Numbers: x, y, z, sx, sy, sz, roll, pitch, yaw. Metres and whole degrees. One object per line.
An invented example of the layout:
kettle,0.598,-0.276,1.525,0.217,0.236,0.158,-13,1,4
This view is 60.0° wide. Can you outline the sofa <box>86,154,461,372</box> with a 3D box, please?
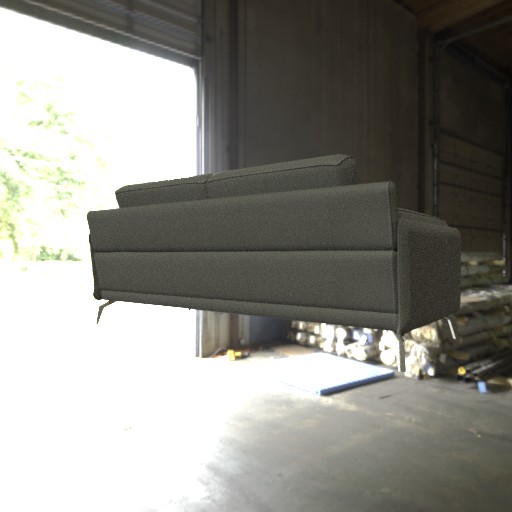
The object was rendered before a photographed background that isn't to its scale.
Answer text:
sofa,0.000,0.000,2.647,2.100,0.900,0.969,0,0,36
